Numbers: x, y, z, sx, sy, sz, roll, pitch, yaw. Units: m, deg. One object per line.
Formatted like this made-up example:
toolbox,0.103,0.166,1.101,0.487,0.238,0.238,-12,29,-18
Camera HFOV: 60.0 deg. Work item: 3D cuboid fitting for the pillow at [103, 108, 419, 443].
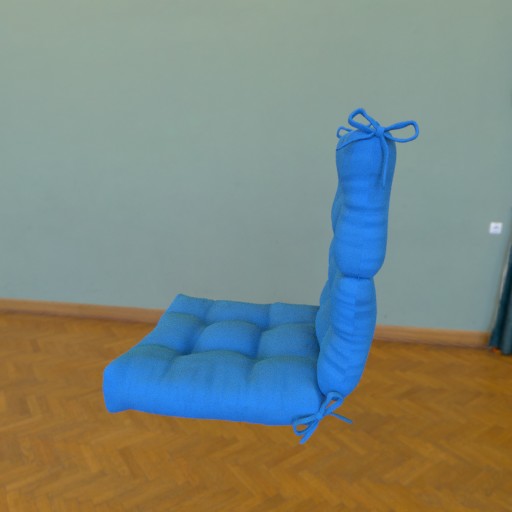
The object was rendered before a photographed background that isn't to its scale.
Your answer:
pillow,0.000,0.000,1.001,0.571,0.605,0.519,2,15,8
